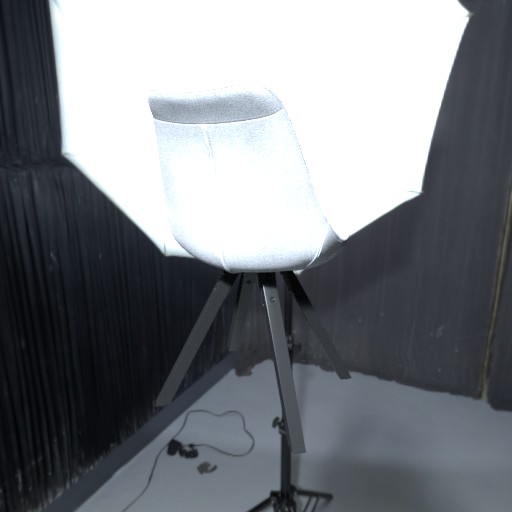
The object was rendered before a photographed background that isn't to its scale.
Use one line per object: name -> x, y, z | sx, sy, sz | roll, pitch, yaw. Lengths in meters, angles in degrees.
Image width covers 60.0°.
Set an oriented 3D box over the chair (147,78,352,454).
chair -> 0.000, 0.000, 1.221 | 0.485, 0.850, 0.550 | 7, 16, 26
